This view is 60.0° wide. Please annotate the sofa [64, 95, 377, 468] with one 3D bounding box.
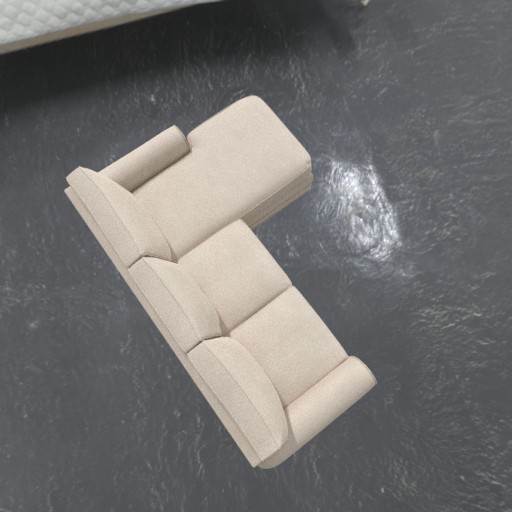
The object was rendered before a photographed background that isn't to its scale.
[{"bbox_3d":[0.000,0.000,2.390,1.226,0.734,1.770,-36,77,-9],"label":"sofa"}]
